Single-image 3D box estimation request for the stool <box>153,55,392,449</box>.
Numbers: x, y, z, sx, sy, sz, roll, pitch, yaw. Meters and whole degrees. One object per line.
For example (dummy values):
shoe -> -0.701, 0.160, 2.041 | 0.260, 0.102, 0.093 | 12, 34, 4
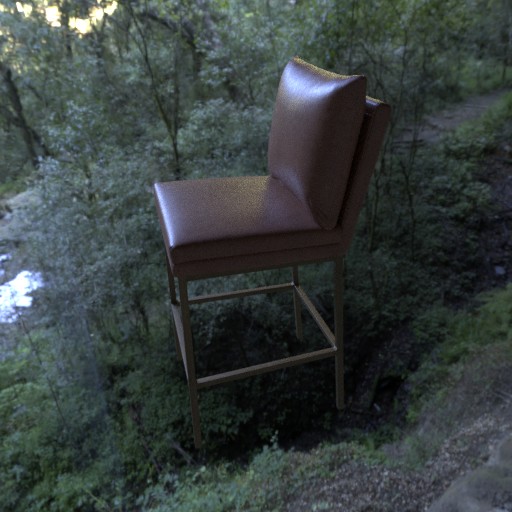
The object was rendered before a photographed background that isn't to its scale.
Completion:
stool -> 0.000, 0.000, 1.418 | 0.571, 1.124, 0.463 | -8, 31, -14
